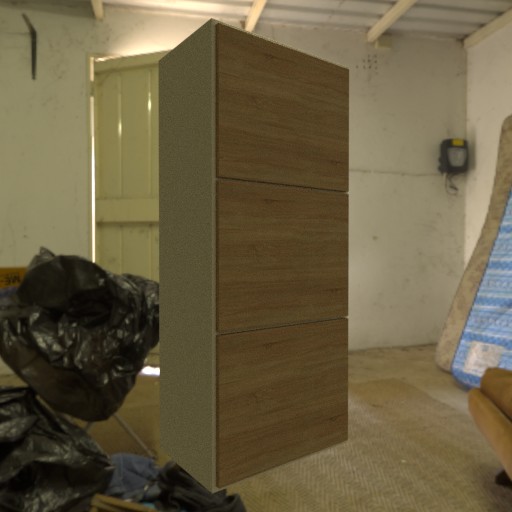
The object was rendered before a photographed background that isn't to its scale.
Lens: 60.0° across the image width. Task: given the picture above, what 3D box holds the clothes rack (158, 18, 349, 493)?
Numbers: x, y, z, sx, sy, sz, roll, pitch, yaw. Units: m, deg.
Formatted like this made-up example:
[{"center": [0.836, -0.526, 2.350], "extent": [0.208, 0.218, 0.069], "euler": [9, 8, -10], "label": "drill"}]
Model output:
[{"center": [0.000, 0.000, 1.376], "extent": [0.500, 1.187, 0.331], "euler": [-1, 1, -37], "label": "clothes rack"}]
